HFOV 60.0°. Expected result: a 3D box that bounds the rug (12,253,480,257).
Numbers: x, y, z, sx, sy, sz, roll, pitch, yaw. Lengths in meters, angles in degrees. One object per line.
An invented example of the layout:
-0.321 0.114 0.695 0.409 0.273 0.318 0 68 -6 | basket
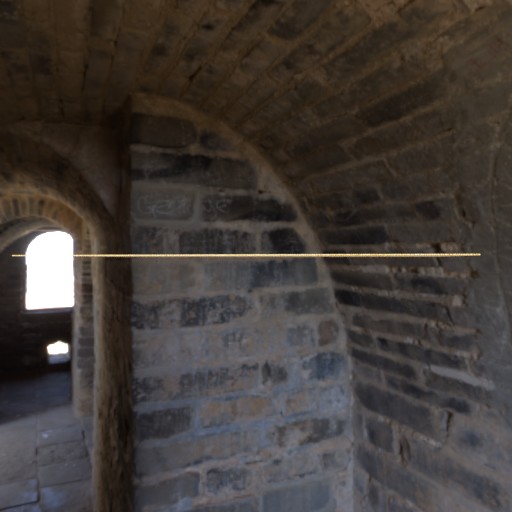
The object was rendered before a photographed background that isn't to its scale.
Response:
0.000 0.000 2.789 2.286 0.006 1.524 0 0 17 | rug
